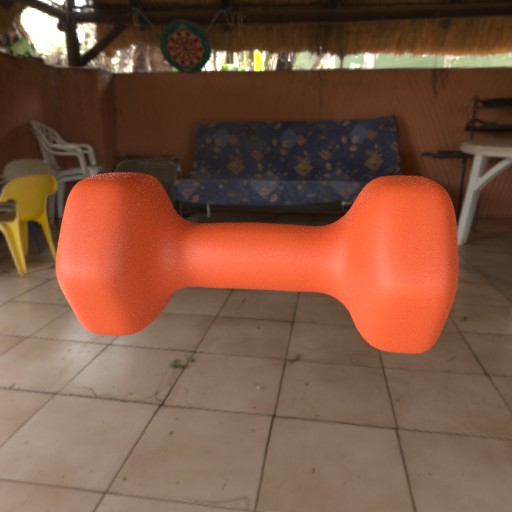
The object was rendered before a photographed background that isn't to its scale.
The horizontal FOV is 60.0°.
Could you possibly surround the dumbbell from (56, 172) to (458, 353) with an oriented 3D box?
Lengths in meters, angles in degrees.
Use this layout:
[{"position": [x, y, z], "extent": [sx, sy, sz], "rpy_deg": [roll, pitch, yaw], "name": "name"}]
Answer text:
[{"position": [0.000, 0.000, 0.198], "extent": [0.162, 0.071, 0.079], "rpy_deg": [2, 16, 8], "name": "dumbbell"}]
